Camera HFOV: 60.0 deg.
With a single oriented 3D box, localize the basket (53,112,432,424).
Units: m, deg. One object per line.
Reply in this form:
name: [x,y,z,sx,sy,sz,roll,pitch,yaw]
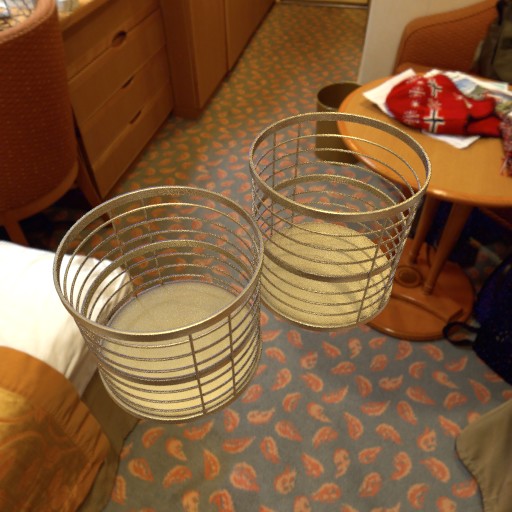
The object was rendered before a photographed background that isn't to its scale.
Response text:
basket: [0.000,0.000,0.929,0.746,0.351,0.356,-25,51,-22]
